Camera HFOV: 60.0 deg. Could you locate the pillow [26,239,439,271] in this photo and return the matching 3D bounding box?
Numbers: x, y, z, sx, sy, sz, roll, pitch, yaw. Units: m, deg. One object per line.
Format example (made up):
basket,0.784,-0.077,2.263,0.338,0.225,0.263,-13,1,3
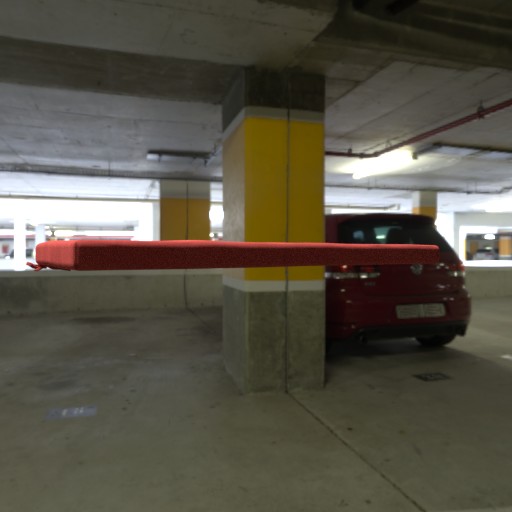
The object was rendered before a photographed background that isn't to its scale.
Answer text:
pillow,0.000,0.000,1.327,1.187,0.081,0.492,0,0,-35
